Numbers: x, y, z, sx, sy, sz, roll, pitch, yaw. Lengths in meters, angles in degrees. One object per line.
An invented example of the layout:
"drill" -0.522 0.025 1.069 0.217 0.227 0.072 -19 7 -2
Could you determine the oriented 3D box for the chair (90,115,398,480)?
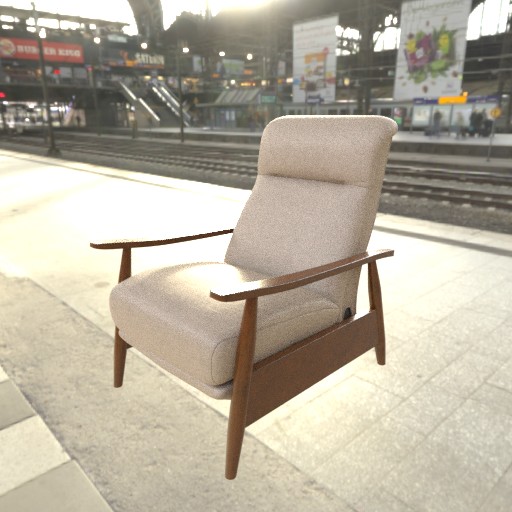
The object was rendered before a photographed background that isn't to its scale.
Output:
"chair" 0.000 0.000 1.786 0.762 1.082 1.030 16 24 42
